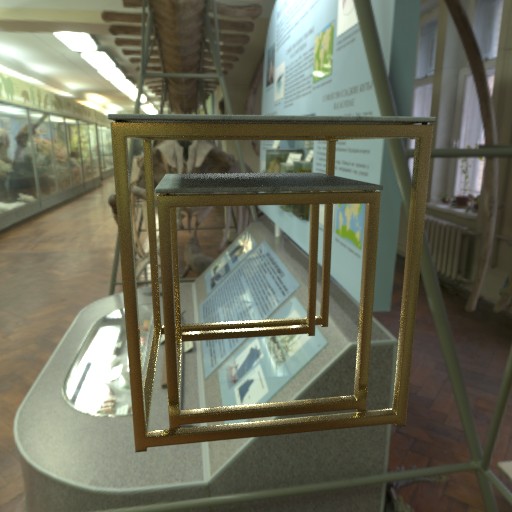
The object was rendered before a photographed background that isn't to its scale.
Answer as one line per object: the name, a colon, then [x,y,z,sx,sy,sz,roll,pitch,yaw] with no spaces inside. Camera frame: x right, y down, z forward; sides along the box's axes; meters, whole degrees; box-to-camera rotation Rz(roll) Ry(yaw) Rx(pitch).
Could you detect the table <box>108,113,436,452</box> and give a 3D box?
table: [0.000,0.000,0.871,0.450,0.500,0.450,-2,14,-8]
